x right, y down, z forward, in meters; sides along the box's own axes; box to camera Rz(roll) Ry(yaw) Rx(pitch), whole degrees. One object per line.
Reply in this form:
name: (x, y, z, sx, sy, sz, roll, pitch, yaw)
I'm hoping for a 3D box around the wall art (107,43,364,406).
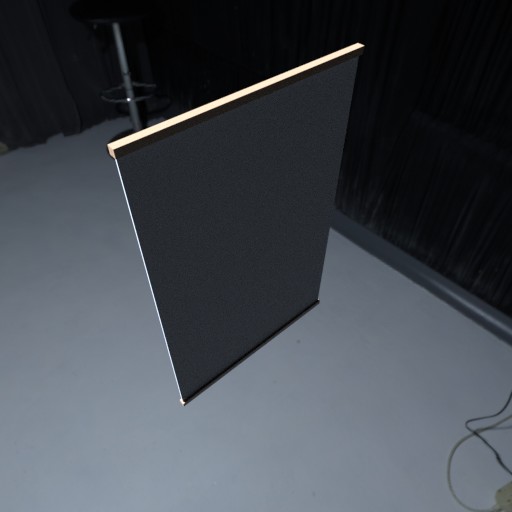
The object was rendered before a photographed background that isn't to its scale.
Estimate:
wall art: (0.000, 0.000, 1.916, 0.990, 1.519, 0.030, -32, 55, -26)
